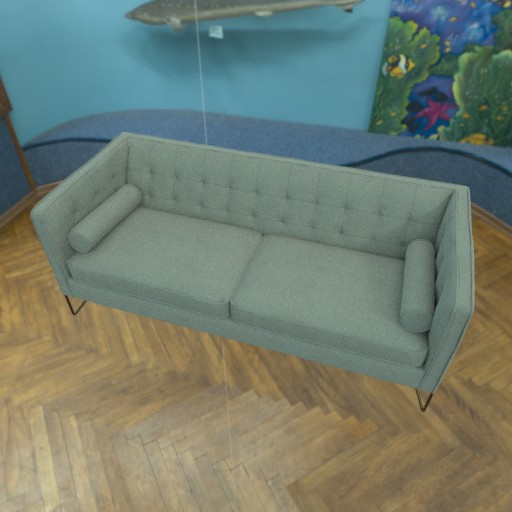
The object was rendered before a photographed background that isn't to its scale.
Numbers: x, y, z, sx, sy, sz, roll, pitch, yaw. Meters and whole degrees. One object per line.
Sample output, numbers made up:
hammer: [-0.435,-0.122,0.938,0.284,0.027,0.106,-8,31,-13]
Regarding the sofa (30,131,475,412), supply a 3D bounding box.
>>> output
sofa: [0.000,0.000,2.487,2.079,0.798,0.912,12,43,13]
